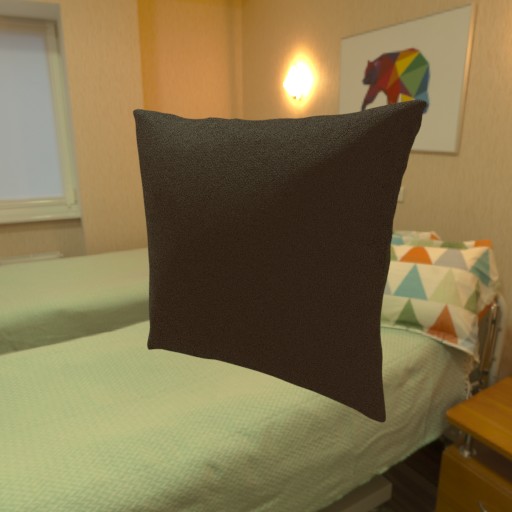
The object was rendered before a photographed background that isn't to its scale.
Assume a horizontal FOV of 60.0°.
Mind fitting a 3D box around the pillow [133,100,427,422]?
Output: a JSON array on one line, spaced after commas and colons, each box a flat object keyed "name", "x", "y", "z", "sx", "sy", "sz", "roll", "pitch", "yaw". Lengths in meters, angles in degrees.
[{"name": "pillow", "x": 0.000, "y": 0.000, "z": 0.678, "sx": 0.452, "sy": 0.439, "sz": 0.204, "roll": 8, "pitch": 18, "yaw": 27}]
